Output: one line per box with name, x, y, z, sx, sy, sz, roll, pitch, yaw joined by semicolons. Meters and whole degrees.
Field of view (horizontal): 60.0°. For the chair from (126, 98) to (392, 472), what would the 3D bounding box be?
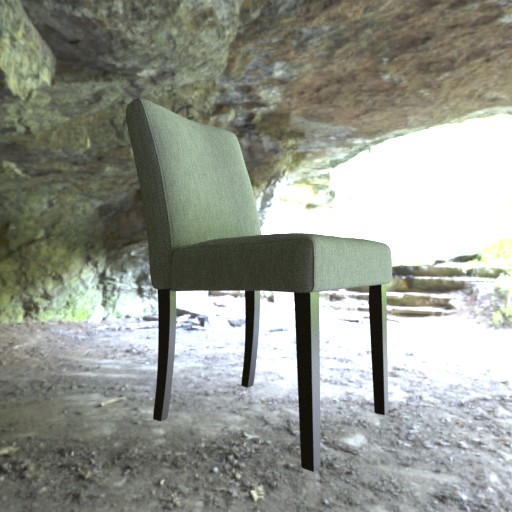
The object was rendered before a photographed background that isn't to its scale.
chair;0.000;0.000;1.252;0.629;0.884;0.487;0;-1;36
